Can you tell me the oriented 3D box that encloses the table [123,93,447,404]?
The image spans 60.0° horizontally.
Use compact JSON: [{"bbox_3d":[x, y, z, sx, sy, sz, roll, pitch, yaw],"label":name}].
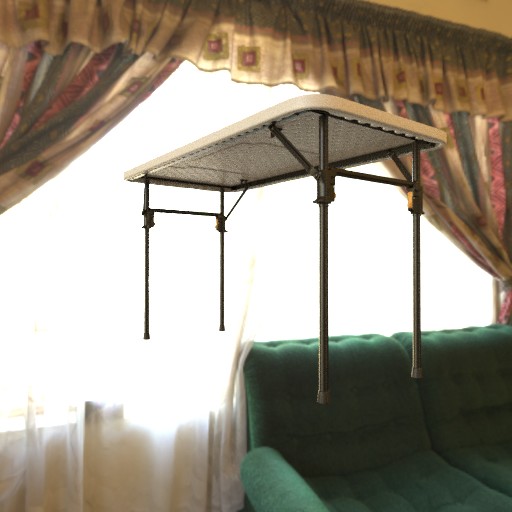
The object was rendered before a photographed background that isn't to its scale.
[{"bbox_3d":[0.000,0.000,1.640,0.610,0.729,1.219,0,-1,-37],"label":"table"}]
